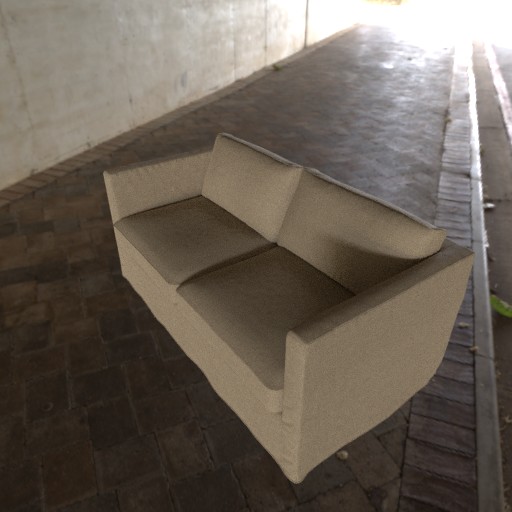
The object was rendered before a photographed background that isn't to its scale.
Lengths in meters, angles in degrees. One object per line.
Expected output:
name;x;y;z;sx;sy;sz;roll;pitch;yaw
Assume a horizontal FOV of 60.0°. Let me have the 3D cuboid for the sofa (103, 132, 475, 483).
sofa;0.000;0.000;2.284;0.956;0.828;1.766;-21;38;-30
